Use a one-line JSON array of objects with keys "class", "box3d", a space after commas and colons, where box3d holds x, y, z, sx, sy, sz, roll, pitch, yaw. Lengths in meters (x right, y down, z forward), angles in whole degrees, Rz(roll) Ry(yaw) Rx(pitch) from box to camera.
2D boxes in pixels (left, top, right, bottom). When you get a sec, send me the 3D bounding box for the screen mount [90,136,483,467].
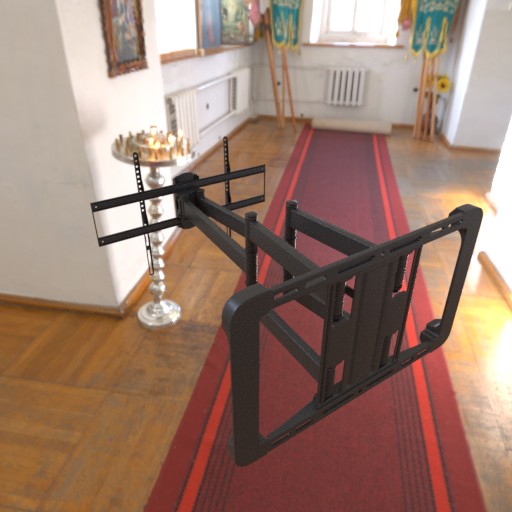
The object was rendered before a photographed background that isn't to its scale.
[{"class": "screen mount", "box3d": [0.000, 0.000, 1.330, 0.725, 0.483, 0.905, -19, 35, -29]}]
